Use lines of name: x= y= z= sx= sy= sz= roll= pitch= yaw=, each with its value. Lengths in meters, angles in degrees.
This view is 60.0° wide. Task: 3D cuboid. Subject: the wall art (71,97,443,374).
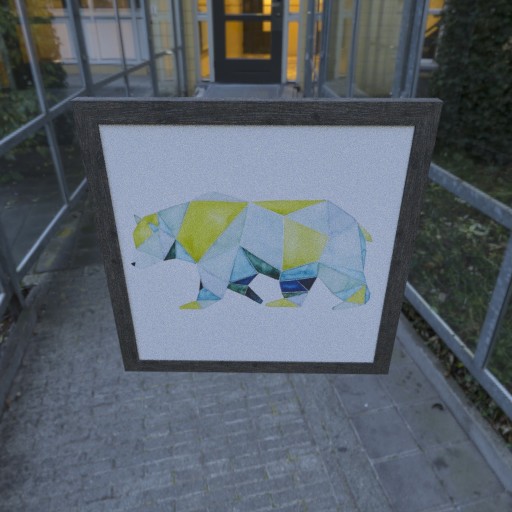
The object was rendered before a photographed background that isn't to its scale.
wall art: x=0.000 y=0.000 z=0.675 sx=0.462 sy=0.459 sz=0.027 roll=0 pitch=30 yaw=1
